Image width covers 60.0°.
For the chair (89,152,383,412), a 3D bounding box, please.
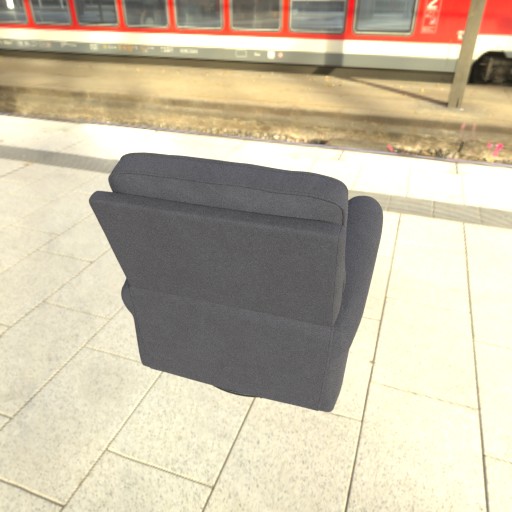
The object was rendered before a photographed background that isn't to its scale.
[{"bbox_3d":[0.000,0.000,1.697,0.890,0.961,0.878,10,33,15],"label":"chair"}]
